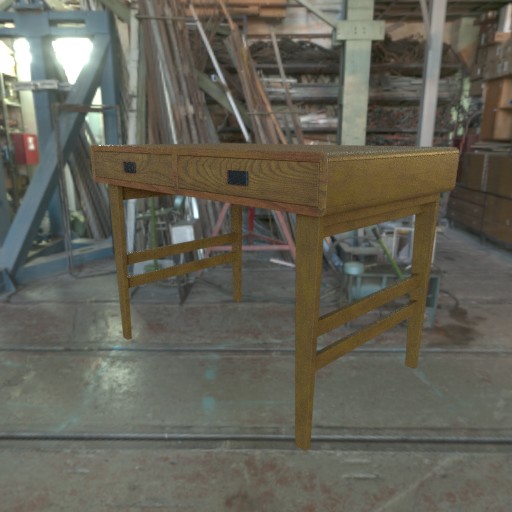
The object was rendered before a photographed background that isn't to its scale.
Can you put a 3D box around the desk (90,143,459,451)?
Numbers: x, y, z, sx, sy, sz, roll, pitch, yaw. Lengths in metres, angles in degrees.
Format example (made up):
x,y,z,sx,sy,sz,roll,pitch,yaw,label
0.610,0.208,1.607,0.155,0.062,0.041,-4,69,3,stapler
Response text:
x,y,z,sx,sy,sz,roll,pitch,yaw,label
0.000,0.000,1.567,0.660,0.754,1.066,-14,21,-43,desk
